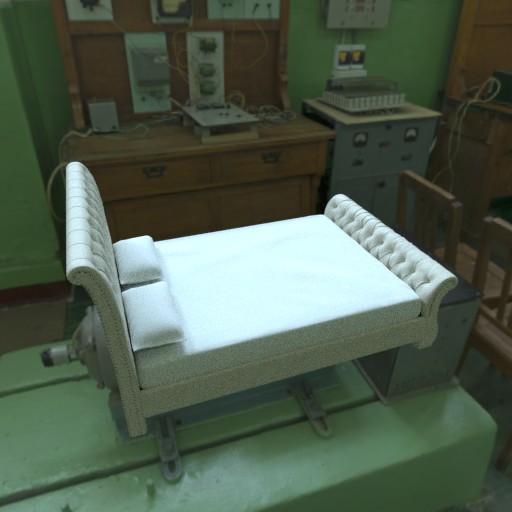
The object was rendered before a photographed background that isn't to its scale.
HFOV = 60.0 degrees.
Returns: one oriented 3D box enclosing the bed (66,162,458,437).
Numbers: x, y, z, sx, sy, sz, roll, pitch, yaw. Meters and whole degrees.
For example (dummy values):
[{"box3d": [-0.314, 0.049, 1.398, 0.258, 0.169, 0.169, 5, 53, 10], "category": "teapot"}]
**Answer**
[{"box3d": [0.000, 0.000, 3.400, 2.493, 1.268, 1.606, -11, 32, -17], "category": "bed"}]
